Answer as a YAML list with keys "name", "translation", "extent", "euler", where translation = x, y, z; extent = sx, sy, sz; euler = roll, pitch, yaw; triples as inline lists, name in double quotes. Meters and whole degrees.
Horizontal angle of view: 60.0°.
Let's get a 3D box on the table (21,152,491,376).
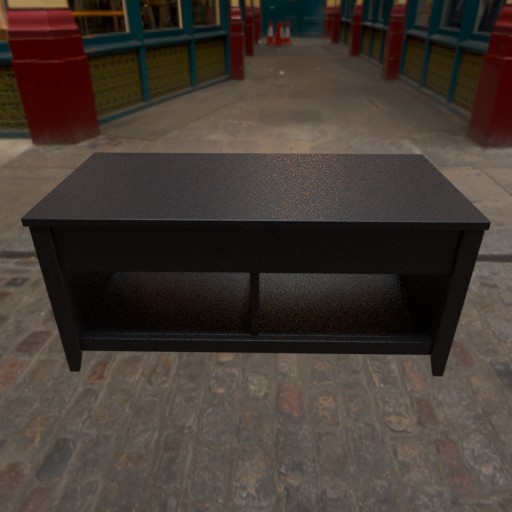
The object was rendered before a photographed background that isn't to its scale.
- name: "table"
  translation: [0.000, 0.000, 1.278]
  extent: [1.016, 0.457, 0.483]
  euler: [1, 30, 1]
